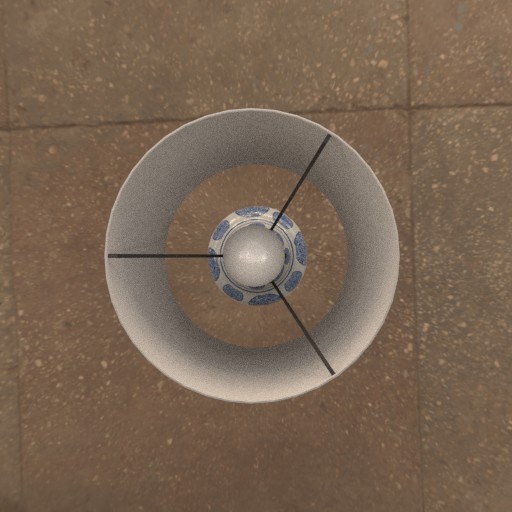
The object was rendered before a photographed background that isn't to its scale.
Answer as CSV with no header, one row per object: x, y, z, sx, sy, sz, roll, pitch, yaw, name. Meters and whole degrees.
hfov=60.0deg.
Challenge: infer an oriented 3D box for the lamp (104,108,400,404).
0.000,0.000,0.512,0.215,0.381,0.215,0,90,1,lamp
